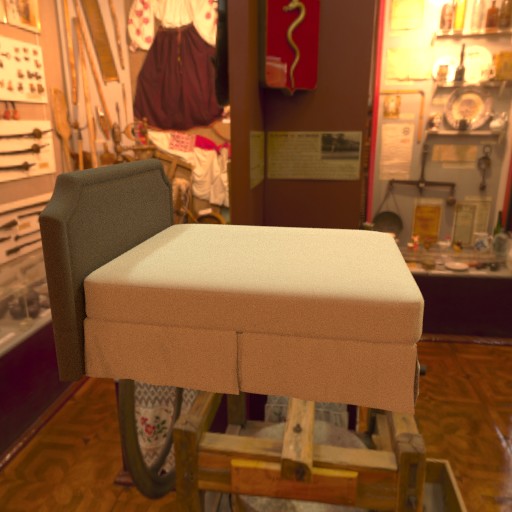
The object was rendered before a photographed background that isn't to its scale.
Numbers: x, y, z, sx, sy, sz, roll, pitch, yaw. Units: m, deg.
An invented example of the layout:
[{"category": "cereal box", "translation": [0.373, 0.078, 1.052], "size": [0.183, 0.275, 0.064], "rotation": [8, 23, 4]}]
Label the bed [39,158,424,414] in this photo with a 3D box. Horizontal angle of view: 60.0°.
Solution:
[{"category": "bed", "translation": [0.000, 0.000, 3.259], "size": [2.181, 1.297, 1.831], "rotation": [3, 16, 10]}]
